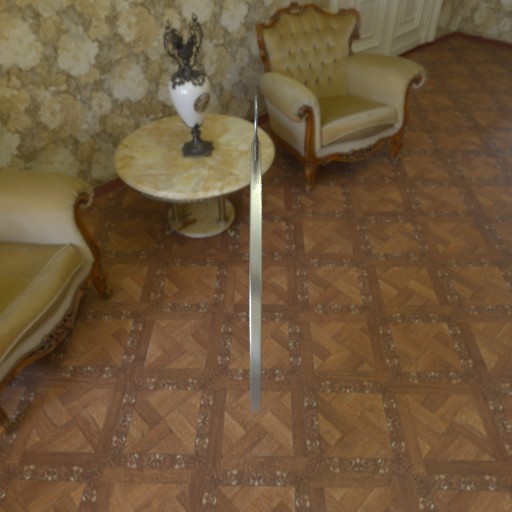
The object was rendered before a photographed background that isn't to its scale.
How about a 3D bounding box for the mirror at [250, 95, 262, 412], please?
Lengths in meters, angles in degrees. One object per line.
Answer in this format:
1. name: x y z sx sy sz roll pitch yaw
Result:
1. mirror: 0.000 0.000 0.979 0.020 0.713 0.594 0 41 0
